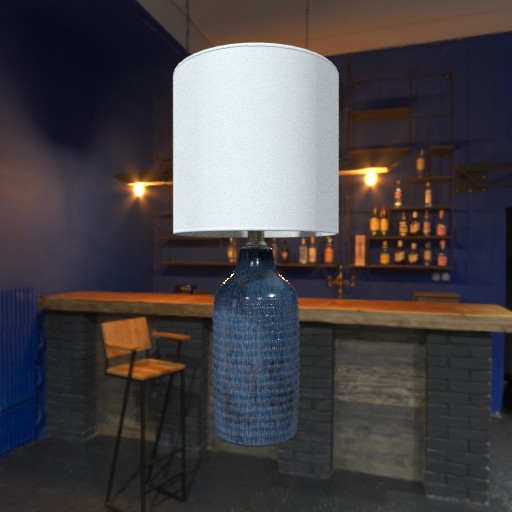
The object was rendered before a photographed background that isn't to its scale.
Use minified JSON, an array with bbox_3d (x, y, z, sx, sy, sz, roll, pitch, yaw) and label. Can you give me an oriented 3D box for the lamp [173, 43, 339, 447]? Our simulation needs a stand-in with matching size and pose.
[{"bbox_3d":[0.000,0.000,0.603,0.220,0.475,0.220,0,0,19],"label":"lamp"}]
